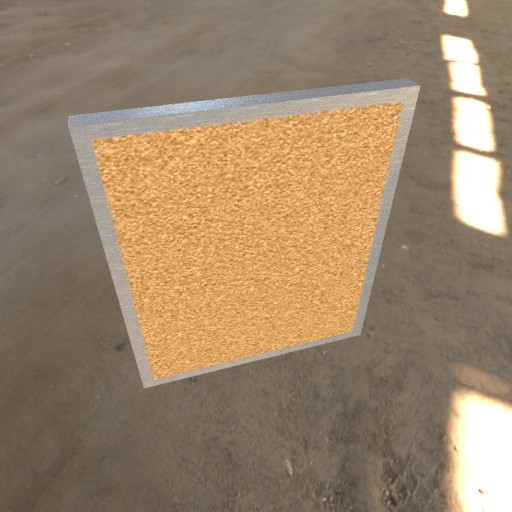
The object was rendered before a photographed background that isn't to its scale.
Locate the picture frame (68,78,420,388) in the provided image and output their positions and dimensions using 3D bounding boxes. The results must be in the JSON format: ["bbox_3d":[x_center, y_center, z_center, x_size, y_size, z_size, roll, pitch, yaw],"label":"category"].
[{"bbox_3d":[0.000,0.000,0.529,0.327,0.378,0.027,-11,42,-13],"label":"picture frame"}]
